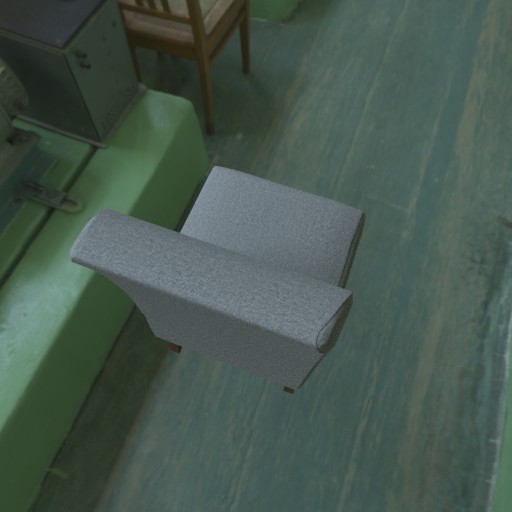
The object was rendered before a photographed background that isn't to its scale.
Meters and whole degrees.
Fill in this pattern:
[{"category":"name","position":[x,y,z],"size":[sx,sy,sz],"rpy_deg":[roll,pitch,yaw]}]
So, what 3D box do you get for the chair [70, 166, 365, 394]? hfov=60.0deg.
[{"category":"chair","position":[0.000,0.000,1.165],"size":[0.513,0.804,0.592],"rpy_deg":[18,65,8]}]
